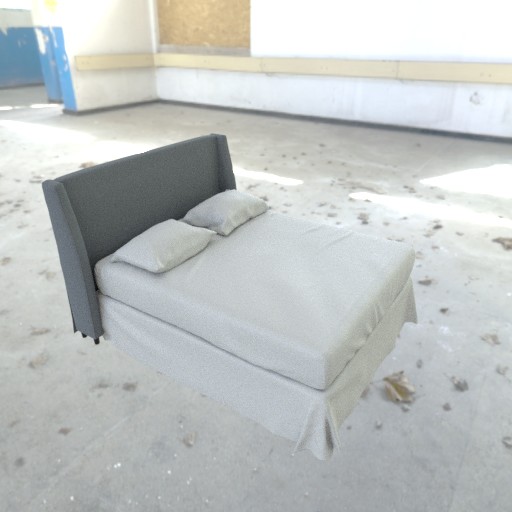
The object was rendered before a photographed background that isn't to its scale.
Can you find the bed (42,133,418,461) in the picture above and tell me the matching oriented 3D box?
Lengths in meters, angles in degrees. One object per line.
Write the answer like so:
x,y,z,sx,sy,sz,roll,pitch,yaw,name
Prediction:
0.000,0.000,3.441,2.276,1.332,1.925,17,32,30,bed
